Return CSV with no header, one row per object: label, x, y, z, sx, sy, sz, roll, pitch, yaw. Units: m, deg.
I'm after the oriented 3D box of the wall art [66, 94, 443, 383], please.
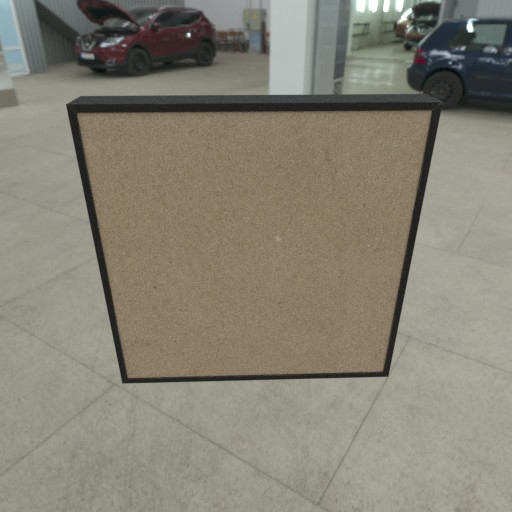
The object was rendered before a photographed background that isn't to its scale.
wall art,0.000,0.000,0.449,0.305,0.305,0.038,-1,29,-2
